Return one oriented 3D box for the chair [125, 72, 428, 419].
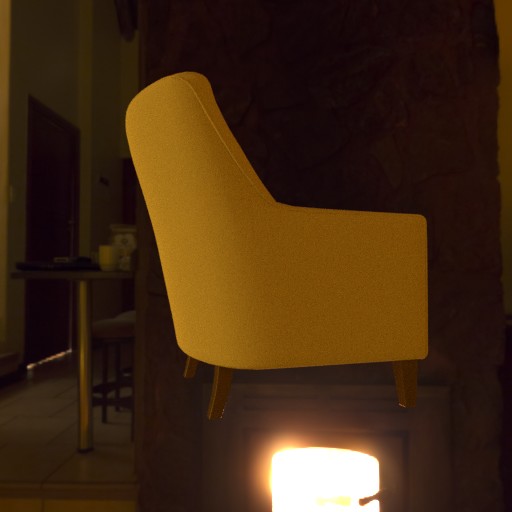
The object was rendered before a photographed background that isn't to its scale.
[{"bbox_3d":[0.000,0.000,1.540,0.879,0.916,0.756,1,-2,-17],"label":"chair"}]
